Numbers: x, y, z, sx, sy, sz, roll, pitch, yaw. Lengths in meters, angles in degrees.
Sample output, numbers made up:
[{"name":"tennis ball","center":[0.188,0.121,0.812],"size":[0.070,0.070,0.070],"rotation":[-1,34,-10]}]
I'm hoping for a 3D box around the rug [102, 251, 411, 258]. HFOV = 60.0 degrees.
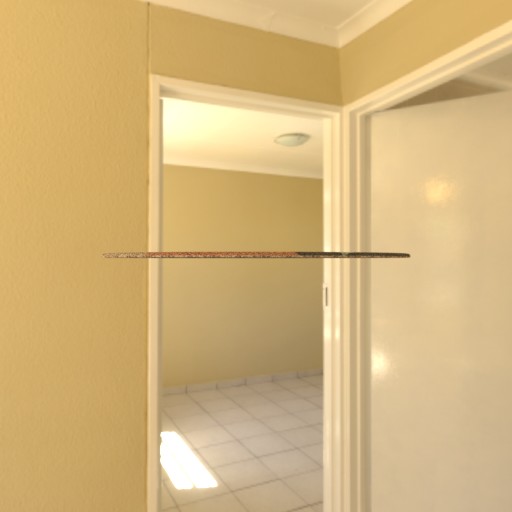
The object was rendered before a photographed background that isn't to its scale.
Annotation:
[{"name":"rug","center":[0.000,0.000,3.728],"size":[2.461,0.033,2.461],"rotation":[0,0,0]}]
